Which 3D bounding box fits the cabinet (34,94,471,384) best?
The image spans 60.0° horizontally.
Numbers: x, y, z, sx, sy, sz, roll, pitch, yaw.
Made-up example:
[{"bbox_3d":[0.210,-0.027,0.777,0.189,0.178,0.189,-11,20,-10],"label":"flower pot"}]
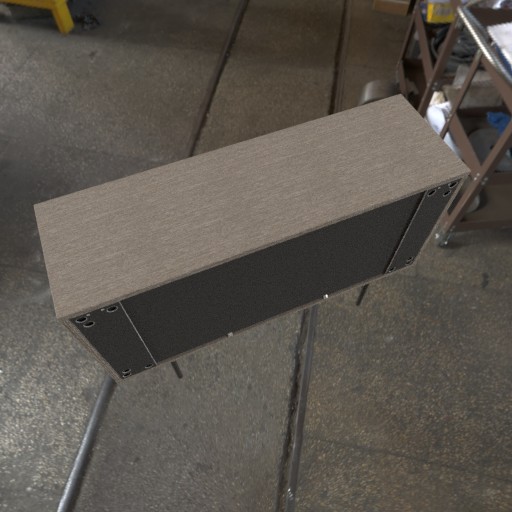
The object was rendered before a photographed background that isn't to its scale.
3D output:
[{"bbox_3d":[0.000,0.000,1.601,1.194,0.787,0.405,-20,60,-12],"label":"cabinet"}]
